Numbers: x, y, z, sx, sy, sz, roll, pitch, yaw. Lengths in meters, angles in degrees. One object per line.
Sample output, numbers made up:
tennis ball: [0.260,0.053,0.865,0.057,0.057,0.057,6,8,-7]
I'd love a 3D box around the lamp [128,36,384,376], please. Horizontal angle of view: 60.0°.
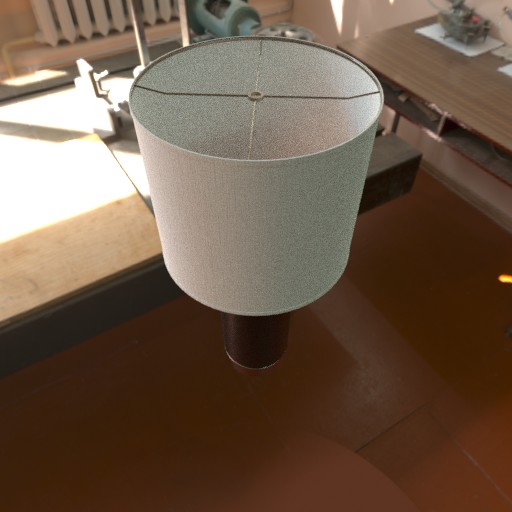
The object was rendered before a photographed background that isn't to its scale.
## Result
lamp: [0.000,0.000,0.602,0.241,0.482,0.240,2,48,2]
